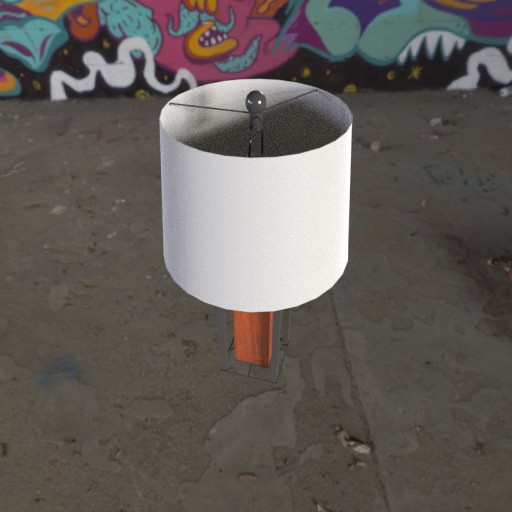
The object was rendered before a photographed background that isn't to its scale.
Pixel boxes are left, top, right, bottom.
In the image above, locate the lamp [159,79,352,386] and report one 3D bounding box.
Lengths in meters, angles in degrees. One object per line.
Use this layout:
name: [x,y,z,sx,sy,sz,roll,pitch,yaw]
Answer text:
lamp: [0.000,0.000,0.795,0.320,0.591,0.320,0,41,0]
